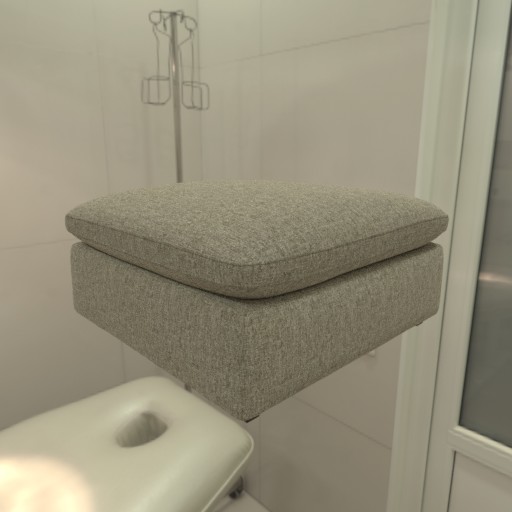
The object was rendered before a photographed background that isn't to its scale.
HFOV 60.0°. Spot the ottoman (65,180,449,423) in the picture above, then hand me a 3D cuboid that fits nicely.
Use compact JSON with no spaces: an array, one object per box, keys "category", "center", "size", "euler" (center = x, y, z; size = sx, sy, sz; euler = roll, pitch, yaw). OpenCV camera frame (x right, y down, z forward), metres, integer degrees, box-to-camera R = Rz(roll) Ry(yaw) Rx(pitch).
[{"category":"ottoman","center":[0.000,0.000,1.641],"size":[1.039,0.526,1.035],"euler":[-13,19,-42]}]
